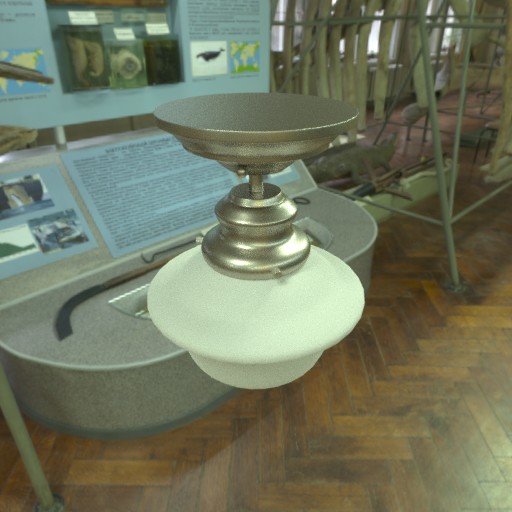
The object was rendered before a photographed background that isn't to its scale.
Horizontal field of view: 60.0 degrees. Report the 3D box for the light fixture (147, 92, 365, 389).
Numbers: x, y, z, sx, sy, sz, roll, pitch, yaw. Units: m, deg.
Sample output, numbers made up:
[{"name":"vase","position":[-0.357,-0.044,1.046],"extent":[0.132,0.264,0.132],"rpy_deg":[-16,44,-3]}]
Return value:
[{"name":"light fixture","position":[0.000,0.000,0.394],"extent":[0.199,0.254,0.199],"rpy_deg":[0,28,0]}]
